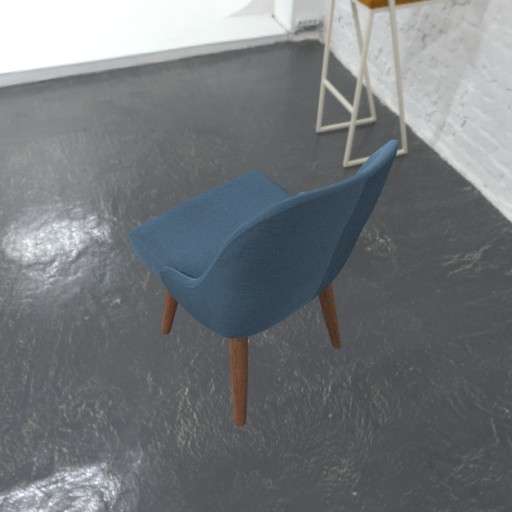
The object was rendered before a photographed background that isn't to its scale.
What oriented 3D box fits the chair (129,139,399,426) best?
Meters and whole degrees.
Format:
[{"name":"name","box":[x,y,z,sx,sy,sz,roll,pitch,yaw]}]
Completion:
[{"name":"chair","box":[0.000,0.000,1.221,0.503,0.882,0.589,-31,54,-26]}]
